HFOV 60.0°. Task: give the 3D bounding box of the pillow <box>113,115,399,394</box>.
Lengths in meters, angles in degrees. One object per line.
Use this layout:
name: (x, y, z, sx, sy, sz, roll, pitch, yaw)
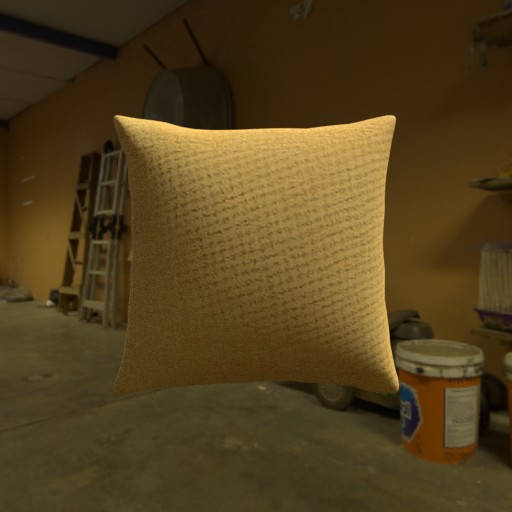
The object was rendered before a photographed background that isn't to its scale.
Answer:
pillow: (0.000, 0.000, 0.648, 0.419, 0.407, 0.173, 0, 1, 0)
